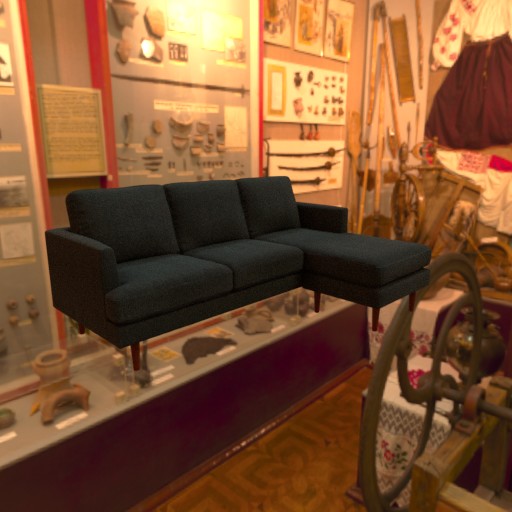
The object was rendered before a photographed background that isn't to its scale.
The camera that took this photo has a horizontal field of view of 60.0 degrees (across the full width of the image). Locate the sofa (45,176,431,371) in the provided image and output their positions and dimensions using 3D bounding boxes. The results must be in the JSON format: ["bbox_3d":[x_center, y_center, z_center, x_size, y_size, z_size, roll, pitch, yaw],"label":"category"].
[{"bbox_3d":[0.000,0.000,3.028,2.233,0.956,1.504,-13,19,-43],"label":"sofa"}]
